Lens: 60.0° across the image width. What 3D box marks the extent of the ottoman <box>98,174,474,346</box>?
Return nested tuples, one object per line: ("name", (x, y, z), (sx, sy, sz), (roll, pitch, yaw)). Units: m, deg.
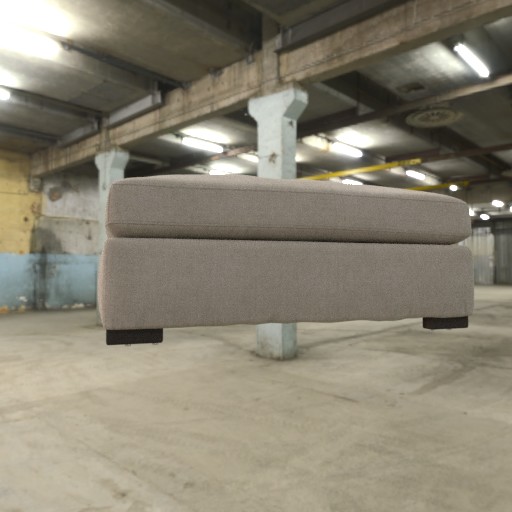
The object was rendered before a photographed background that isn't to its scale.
("ottoman", (0.000, 0.000, 1.830), (1.203, 0.517, 1.171), (1, -2, -18))
